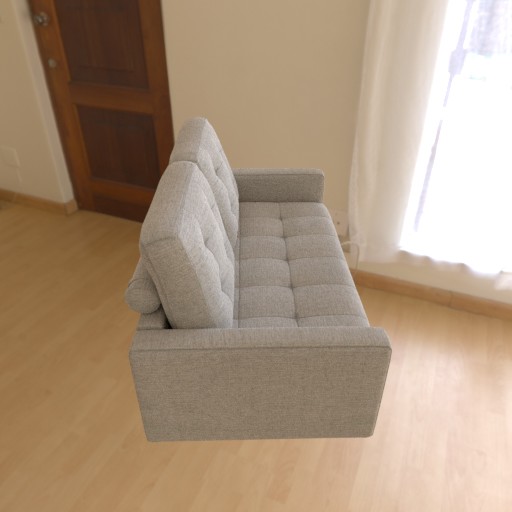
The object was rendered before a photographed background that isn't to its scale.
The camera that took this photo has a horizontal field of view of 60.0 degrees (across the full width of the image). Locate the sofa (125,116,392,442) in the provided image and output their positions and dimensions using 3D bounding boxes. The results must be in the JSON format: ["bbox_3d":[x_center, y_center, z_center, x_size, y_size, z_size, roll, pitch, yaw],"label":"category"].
[{"bbox_3d":[0.000,0.000,1.939,0.842,0.907,1.407,-1,33,-1],"label":"sofa"}]
